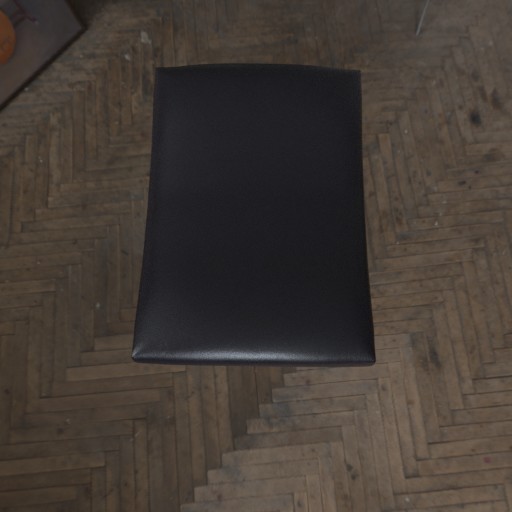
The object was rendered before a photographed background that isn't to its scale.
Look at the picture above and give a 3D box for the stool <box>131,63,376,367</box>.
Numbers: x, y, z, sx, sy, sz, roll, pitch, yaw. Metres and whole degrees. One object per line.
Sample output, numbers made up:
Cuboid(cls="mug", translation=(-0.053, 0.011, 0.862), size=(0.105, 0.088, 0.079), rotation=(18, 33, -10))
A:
Cuboid(cls="stool", translation=(0.000, 0.000, 1.031), size=(0.372, 0.742, 0.504), rotation=(1, 75, 0))
